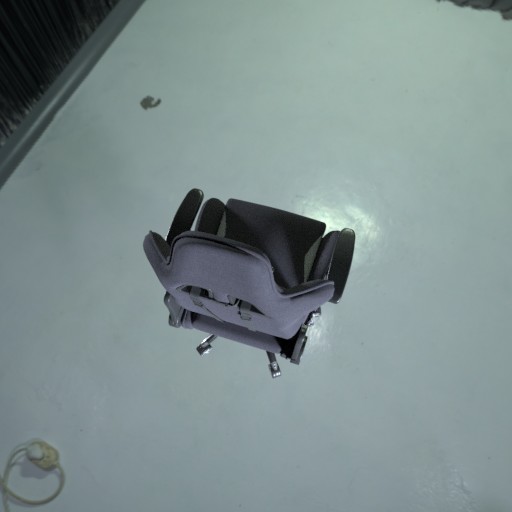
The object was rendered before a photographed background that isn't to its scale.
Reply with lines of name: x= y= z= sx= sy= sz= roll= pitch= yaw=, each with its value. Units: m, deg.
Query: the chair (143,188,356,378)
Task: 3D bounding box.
chair: x=0.000 y=0.000 z=1.748 sx=0.730 sy=1.300 sz=0.695 roll=15 pitch=66 yaw=7
